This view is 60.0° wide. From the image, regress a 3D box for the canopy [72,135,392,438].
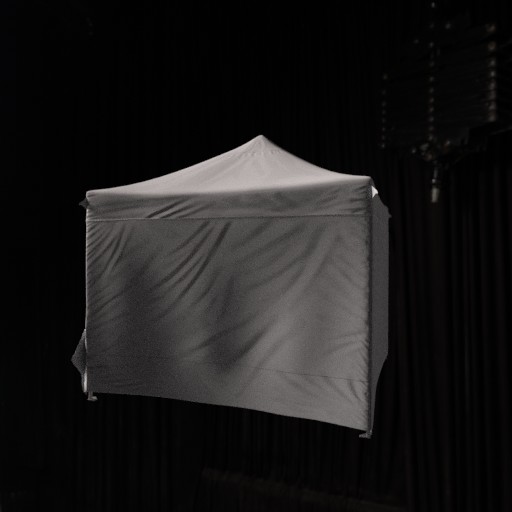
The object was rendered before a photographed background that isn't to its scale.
[{"bbox_3d":[0.000,0.000,5.529,3.121,2.997,3.043,0,1,19],"label":"canopy"}]
